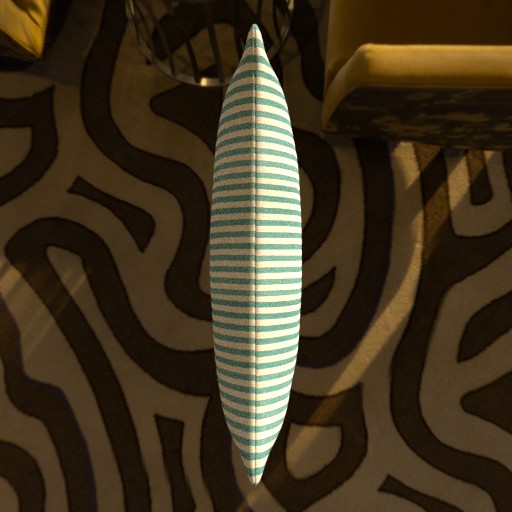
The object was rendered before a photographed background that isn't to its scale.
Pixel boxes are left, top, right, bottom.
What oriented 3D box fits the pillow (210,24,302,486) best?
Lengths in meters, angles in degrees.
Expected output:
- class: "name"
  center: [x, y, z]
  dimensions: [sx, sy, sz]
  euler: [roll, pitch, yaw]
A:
- class: "pillow"
  center: [0.000, 0.000, 0.733]
  dimensions: [0.151, 0.295, 0.617]
  euler: [0, 90, 0]
